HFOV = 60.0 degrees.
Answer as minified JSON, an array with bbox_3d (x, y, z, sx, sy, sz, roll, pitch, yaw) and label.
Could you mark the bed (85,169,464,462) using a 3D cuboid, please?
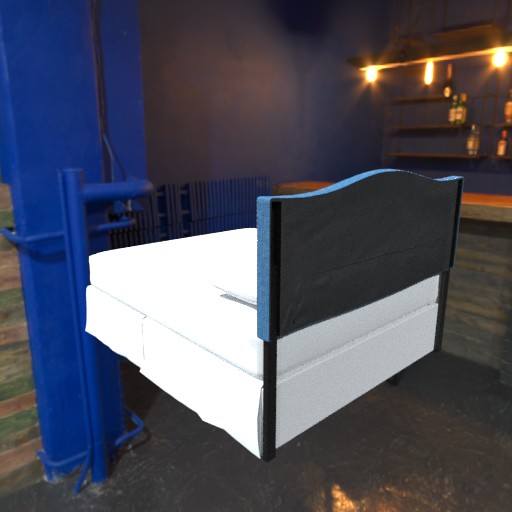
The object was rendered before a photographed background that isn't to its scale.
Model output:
[{"bbox_3d":[0.000,0.000,2.855,1.610,1.169,1.872,-12,19,-41],"label":"bed"}]
